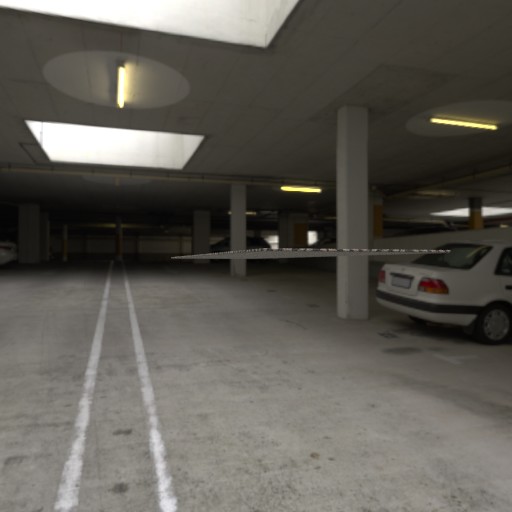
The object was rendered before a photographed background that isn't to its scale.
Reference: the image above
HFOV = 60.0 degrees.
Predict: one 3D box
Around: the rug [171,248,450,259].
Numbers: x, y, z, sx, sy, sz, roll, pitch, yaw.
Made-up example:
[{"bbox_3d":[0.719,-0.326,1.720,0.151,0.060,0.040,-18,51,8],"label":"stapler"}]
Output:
[{"bbox_3d":[0.000,0.000,2.491,0.676,0.008,2.277,0,-1,-18],"label":"rug"}]
